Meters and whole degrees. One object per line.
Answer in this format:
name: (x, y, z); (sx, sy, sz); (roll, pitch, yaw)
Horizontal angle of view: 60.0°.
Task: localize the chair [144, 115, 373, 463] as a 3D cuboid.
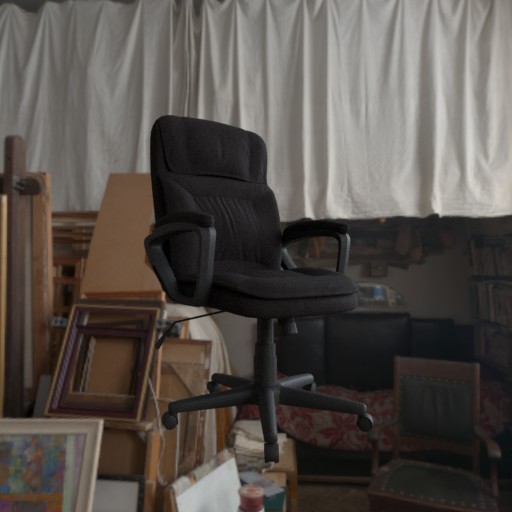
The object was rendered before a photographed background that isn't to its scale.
chair: (0.000, 0.000, 1.562); (0.667, 1.105, 0.724); (0, 0, -36)
